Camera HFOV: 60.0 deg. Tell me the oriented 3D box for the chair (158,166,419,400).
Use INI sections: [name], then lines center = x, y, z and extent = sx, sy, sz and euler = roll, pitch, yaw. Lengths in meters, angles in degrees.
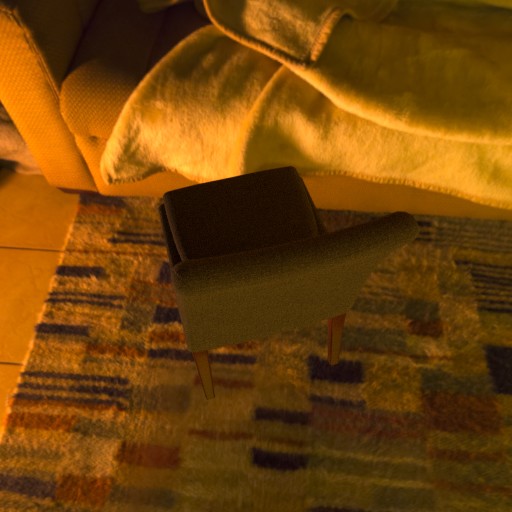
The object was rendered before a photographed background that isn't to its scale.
[chair]
center = 0.000, 0.000, 1.307
extent = 0.508, 0.952, 0.655
euler = -13, 59, -8
